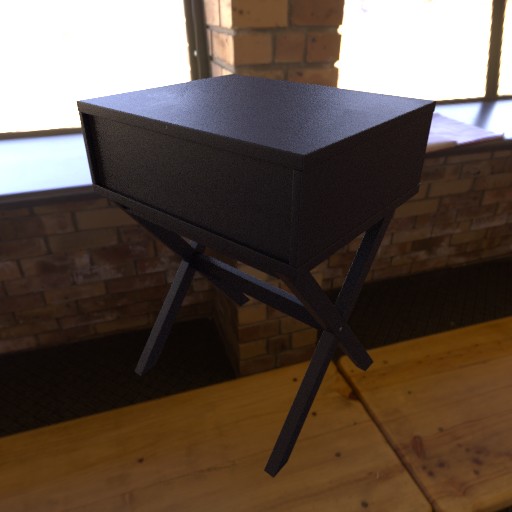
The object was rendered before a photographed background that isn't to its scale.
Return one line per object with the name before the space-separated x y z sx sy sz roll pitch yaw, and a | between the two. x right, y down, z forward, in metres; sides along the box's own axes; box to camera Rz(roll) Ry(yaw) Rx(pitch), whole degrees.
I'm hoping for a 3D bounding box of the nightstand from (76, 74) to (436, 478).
nightstand | 0.000 0.000 0.923 0.479 0.623 0.402 23 37 34
